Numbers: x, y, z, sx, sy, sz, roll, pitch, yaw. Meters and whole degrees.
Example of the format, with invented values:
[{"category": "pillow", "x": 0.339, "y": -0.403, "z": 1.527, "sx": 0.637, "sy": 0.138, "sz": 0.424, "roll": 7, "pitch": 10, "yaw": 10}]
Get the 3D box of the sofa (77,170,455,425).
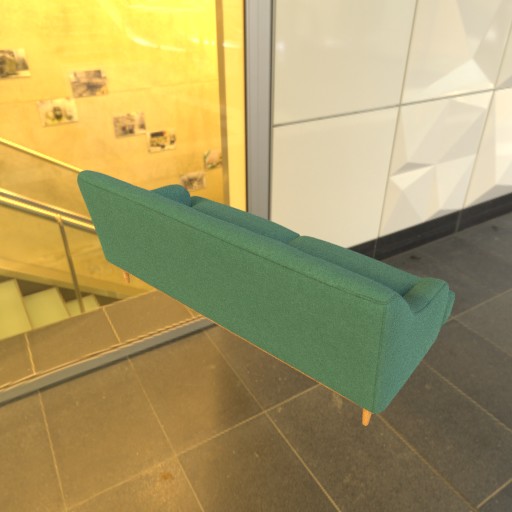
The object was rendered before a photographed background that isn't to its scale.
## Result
[{"category": "sofa", "x": 0.000, "y": 0.000, "z": 2.606, "sx": 2.057, "sy": 0.871, "sz": 0.978, "roll": 23, "pitch": 38, "yaw": 33}]
